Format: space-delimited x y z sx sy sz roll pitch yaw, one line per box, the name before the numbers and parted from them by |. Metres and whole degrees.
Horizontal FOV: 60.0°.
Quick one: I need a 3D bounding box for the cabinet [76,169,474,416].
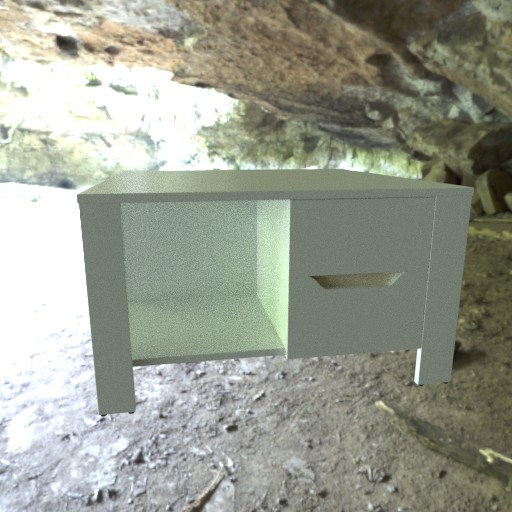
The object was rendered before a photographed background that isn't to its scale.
cabinet | 0.000 0.000 1.307 0.800 0.460 0.800 -2 14 -9
